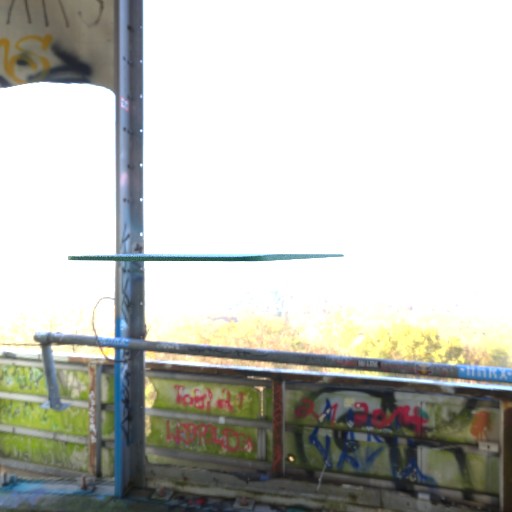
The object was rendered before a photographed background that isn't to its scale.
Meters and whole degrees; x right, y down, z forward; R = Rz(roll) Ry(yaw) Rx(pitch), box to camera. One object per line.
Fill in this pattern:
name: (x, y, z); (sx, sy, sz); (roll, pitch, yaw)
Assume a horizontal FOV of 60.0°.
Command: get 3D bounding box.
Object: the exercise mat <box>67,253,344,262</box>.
exercise mat: (0.000, 0.000, 2.083); (0.616, 0.021, 1.869); (0, 0, 18)
